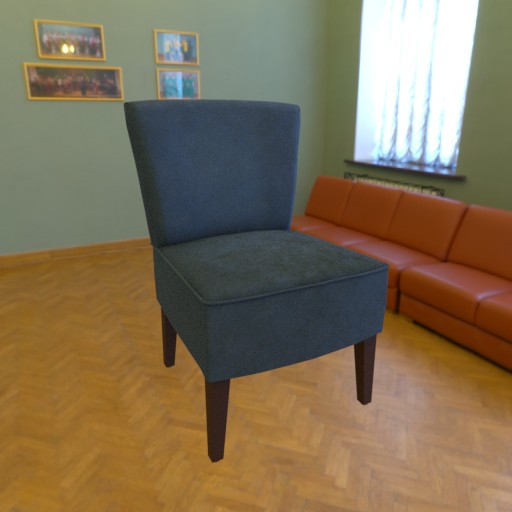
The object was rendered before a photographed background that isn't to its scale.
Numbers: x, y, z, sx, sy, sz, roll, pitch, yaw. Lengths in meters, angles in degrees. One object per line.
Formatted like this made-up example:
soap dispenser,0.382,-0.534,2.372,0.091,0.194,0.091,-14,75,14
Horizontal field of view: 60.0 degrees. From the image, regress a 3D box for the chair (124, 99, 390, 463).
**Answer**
chair,0.000,0.000,1.189,0.521,0.806,0.551,-9,20,-27
